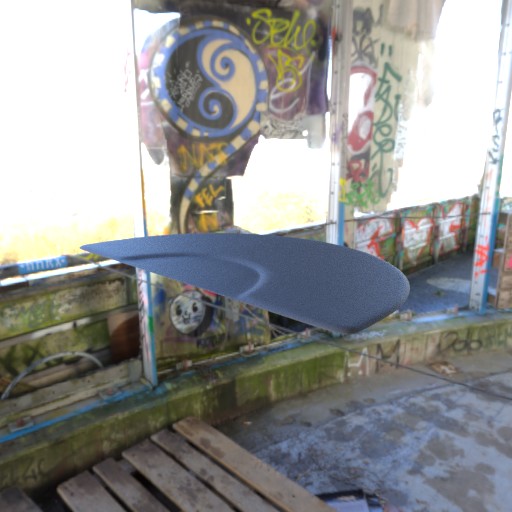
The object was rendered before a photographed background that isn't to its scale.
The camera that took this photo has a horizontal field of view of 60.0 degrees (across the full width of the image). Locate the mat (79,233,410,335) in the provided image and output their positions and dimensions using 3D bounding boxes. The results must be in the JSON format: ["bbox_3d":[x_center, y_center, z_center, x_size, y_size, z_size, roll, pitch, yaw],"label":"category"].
[{"bbox_3d":[0.000,0.000,1.929,1.525,0.016,0.917,12,18,43],"label":"mat"}]
